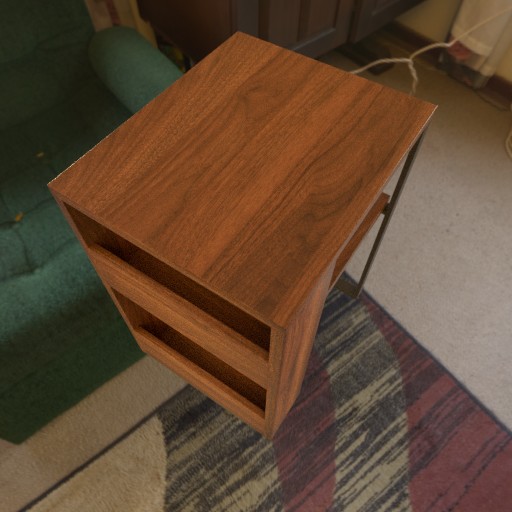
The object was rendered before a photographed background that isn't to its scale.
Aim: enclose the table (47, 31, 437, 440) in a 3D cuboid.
[{"bbox_3d":[0.000,0.000,1.556,0.660,1.041,0.786,29,61,18],"label":"table"}]
